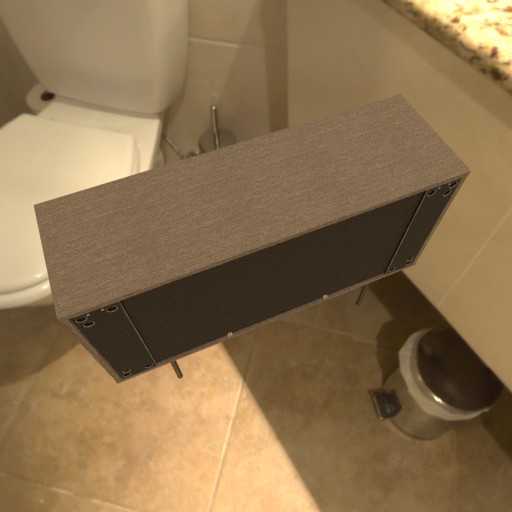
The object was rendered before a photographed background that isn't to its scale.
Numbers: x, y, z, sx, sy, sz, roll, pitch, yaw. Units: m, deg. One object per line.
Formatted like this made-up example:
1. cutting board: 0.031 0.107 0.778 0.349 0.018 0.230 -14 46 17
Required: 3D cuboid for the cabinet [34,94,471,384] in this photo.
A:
1. cabinet: 0.000 0.000 1.601 1.194 0.787 0.405 -20 60 -12
